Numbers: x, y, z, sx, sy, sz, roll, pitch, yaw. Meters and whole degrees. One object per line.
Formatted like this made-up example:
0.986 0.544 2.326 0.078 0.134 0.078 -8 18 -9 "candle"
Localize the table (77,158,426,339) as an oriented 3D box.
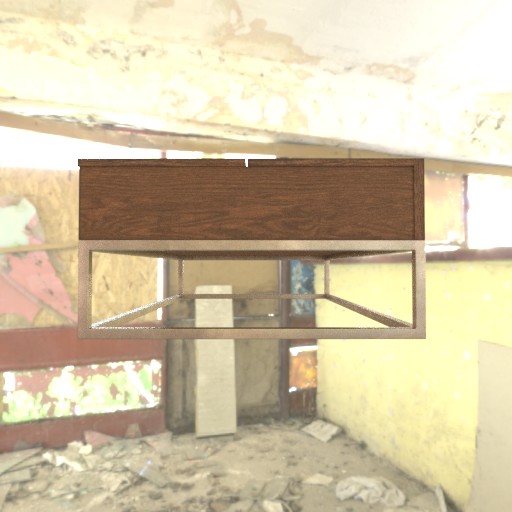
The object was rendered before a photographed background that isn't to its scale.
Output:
0.000 0.000 1.466 0.719 0.361 1.167 0 -2 0 "table"
